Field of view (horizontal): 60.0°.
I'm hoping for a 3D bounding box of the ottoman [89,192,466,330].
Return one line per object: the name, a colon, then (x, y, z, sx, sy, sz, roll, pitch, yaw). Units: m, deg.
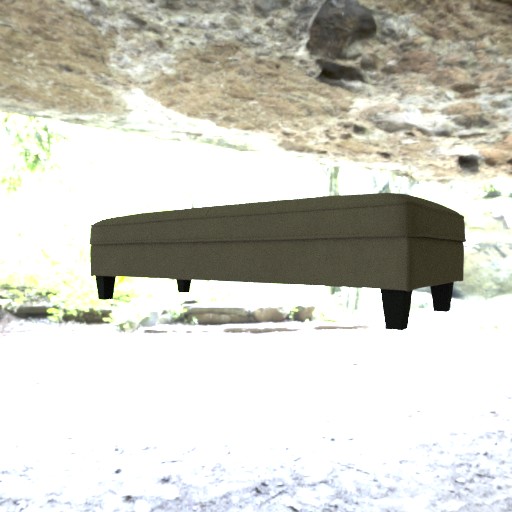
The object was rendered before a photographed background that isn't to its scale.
ottoman: (0.000, 0.000, 2.107, 1.726, 0.460, 0.735, 0, 0, 37)
